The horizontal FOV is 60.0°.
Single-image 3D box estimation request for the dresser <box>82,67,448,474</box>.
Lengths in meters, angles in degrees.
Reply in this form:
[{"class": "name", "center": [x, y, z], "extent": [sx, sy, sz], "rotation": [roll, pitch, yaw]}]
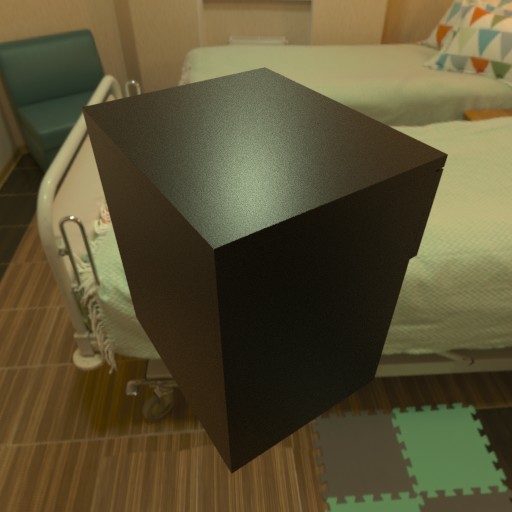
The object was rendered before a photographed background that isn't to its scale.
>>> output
[{"class": "dresser", "center": [0.000, 0.000, 0.763], "extent": [0.360, 0.470, 0.400], "rotation": [-23, 46, -25]}]
